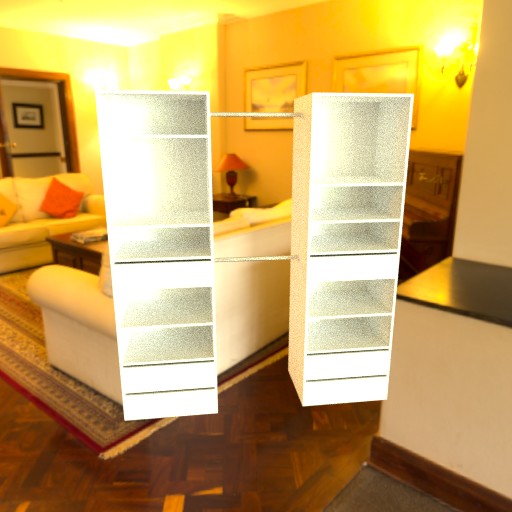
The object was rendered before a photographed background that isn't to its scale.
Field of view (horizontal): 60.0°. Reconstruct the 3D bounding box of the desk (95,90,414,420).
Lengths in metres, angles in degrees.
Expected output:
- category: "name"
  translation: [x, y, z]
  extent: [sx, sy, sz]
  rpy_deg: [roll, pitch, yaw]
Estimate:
- category: "desk"
  translation: [0.000, 0.000, 2.932]
  extent: [1.770, 2.000, 0.480]
  rpy_deg: [-2, 15, -7]
